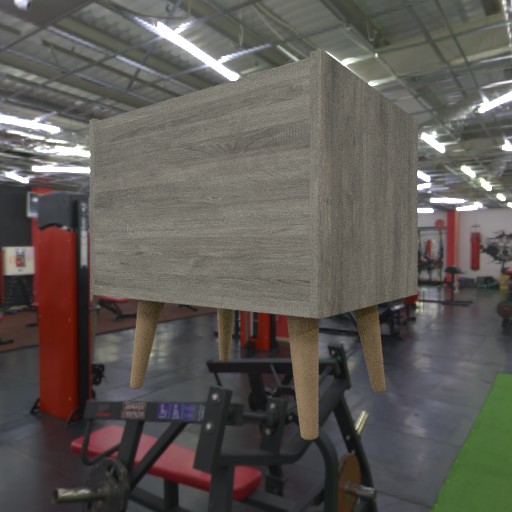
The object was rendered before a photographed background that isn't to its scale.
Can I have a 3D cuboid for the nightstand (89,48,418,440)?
[{"bbox_3d":[0.000,0.000,0.825,0.480,0.500,0.380,1,1,37],"label":"nightstand"}]
